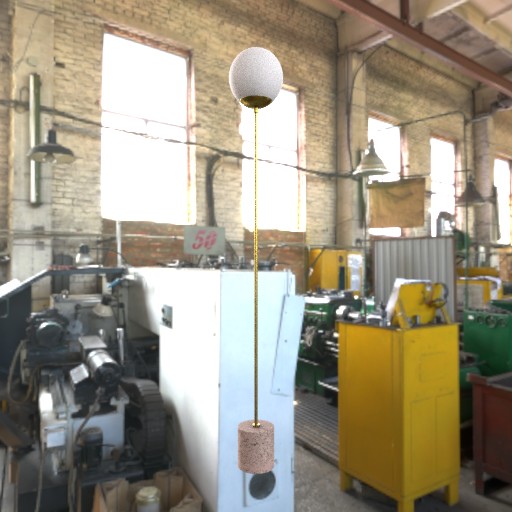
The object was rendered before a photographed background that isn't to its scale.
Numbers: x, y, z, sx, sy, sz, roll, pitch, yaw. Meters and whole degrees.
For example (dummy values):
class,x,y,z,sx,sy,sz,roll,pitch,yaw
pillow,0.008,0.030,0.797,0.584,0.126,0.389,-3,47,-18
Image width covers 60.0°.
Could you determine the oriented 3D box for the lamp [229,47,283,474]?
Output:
class,x,y,z,sx,sy,sz,roll,pitch,yaw
lamp,0.000,0.000,1.865,0.229,1.748,0.229,0,-1,19
